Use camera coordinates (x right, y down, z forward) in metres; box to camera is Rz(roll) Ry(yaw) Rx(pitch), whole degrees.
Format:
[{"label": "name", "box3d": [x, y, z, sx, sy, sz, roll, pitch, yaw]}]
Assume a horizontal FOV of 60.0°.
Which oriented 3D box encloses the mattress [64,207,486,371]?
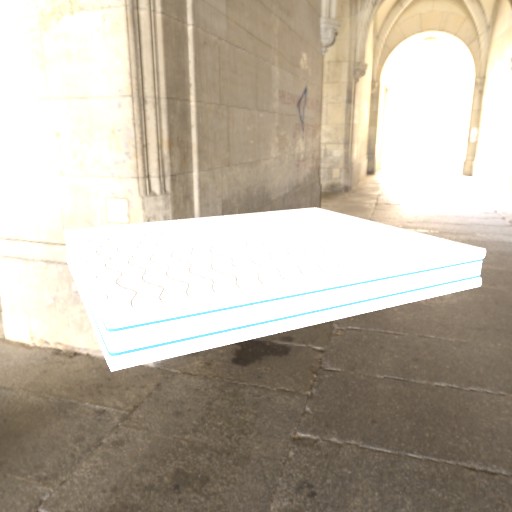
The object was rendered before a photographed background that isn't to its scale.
[{"label": "mattress", "box3d": [0.000, 0.000, 2.675, 2.000, 0.230, 1.600, -8, 17, -26]}]
